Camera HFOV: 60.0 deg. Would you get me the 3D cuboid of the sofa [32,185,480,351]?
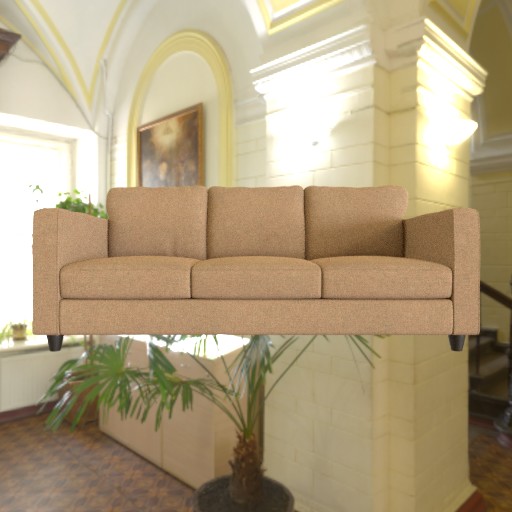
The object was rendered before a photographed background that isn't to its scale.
[{"bbox_3d":[0.000,0.000,2.278,1.855,0.800,0.930,0,0,0],"label":"sofa"}]
